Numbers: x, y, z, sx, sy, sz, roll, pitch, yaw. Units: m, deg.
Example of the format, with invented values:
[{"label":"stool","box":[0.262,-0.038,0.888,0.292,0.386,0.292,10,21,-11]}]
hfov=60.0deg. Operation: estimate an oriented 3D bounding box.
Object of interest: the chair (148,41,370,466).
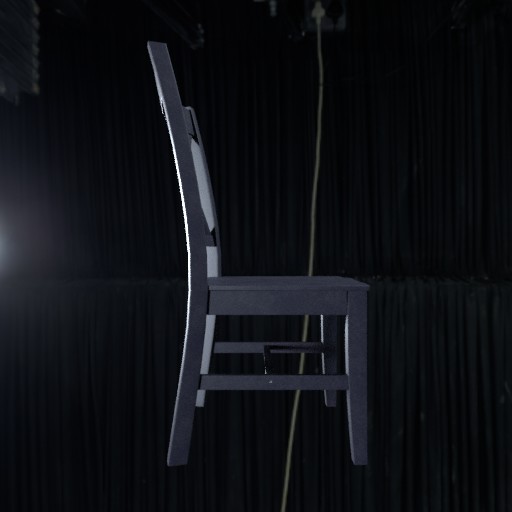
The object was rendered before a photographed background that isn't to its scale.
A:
[{"label":"chair","box":[0.000,0.000,1.256,0.542,0.983,0.485,0,0,0]}]
